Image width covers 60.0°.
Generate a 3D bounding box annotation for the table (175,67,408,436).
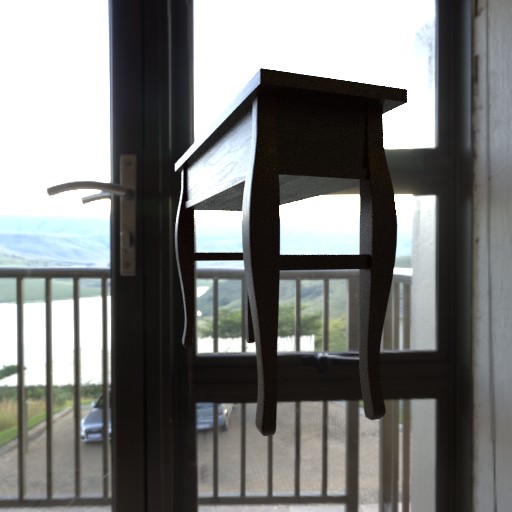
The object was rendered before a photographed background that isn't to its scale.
[{"bbox_3d":[0.000,0.000,1.450,0.373,0.768,1.062,0,1,-19],"label":"table"}]
